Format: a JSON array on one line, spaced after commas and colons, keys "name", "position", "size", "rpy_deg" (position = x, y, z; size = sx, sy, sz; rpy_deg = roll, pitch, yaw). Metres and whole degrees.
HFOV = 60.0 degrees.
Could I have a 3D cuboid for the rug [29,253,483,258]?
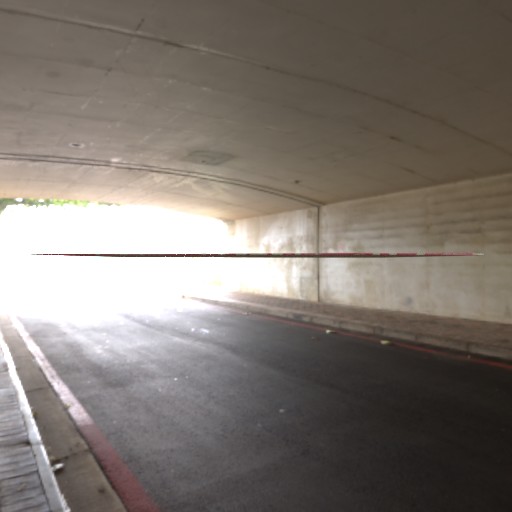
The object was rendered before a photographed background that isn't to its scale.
[{"name": "rug", "position": [0.000, 0.000, 4.185], "size": [3.095, 0.016, 2.441], "rpy_deg": [0, -1, 0]}]
